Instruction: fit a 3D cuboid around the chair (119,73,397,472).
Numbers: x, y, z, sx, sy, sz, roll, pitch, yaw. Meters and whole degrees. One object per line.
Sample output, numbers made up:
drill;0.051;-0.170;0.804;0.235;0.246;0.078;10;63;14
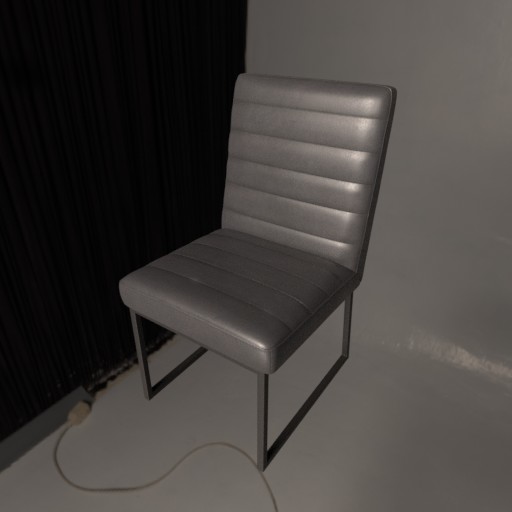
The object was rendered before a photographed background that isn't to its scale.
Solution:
chair;0.000;0.000;1.310;0.520;0.930;0.634;19;34;30
